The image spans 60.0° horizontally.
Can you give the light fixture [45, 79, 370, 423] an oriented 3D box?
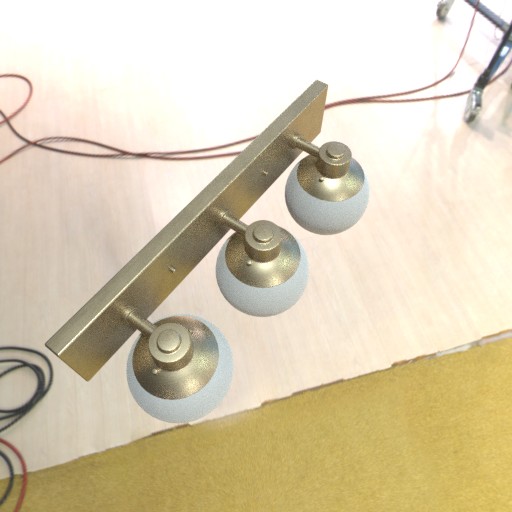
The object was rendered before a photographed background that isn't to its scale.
[{"bbox_3d":[0.000,0.000,0.857,0.218,0.263,0.721,32,64,18],"label":"light fixture"}]
